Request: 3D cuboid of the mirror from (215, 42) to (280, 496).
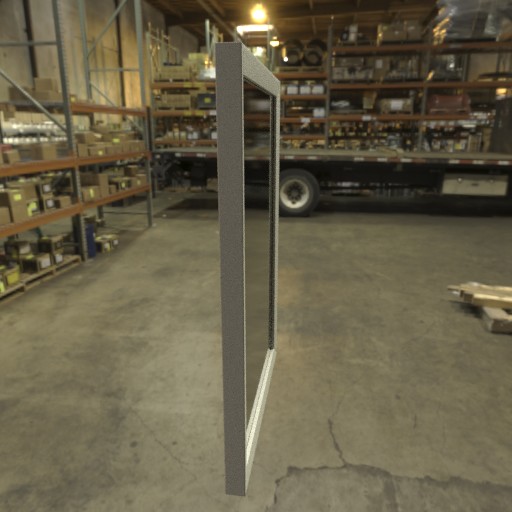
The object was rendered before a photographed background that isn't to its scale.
[{"bbox_3d":[0.000,0.000,0.903,0.040,0.710,0.507,2,16,8],"label":"mirror"}]
